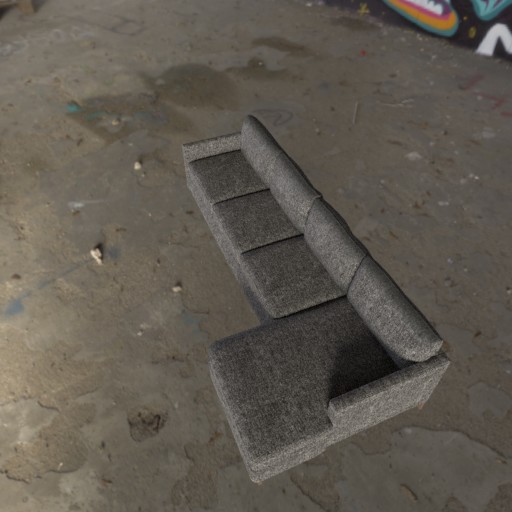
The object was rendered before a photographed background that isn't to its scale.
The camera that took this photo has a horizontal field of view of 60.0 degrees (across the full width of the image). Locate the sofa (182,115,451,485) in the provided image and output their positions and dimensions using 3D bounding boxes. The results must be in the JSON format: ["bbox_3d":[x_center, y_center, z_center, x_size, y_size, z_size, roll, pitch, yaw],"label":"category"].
[{"bbox_3d":[0.000,0.000,4.045,1.488,0.970,3.384,-17,48,-16],"label":"sofa"}]
